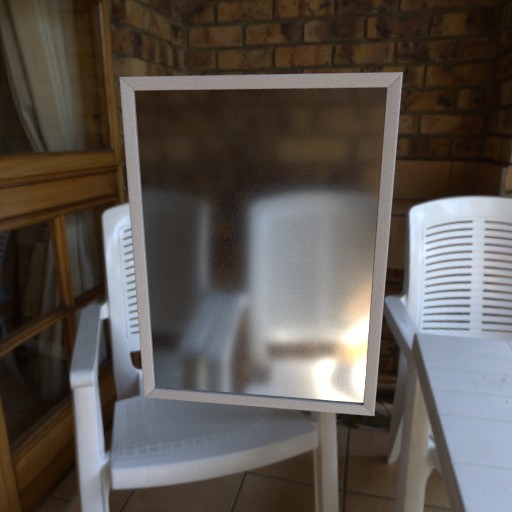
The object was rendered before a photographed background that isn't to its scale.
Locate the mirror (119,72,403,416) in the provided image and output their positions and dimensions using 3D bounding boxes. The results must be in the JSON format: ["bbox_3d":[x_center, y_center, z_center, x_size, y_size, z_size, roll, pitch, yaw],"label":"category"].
[{"bbox_3d":[0.000,0.000,1.339,0.762,1.016,0.040,2,16,7],"label":"mirror"}]
